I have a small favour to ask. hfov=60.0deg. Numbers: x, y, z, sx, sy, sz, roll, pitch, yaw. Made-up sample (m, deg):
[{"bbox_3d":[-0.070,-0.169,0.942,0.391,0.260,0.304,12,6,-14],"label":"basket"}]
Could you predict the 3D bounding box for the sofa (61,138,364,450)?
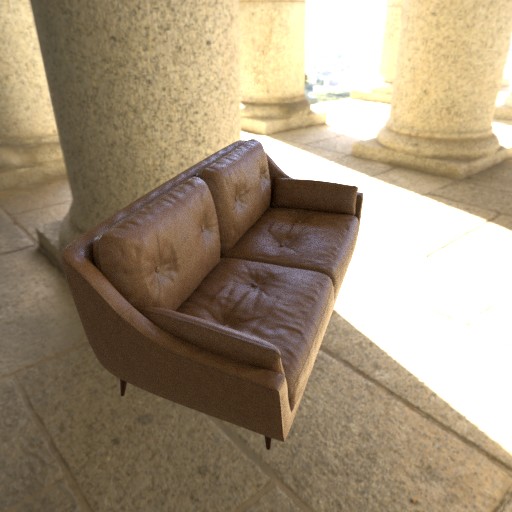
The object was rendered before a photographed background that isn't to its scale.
[{"bbox_3d":[0.000,0.000,2.333,0.904,0.839,1.902,10,30,17],"label":"sofa"}]
